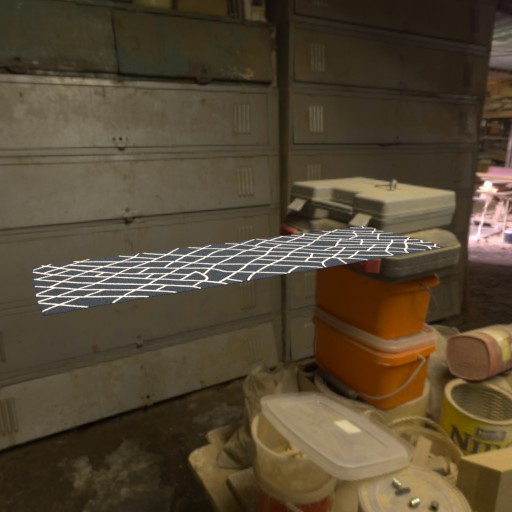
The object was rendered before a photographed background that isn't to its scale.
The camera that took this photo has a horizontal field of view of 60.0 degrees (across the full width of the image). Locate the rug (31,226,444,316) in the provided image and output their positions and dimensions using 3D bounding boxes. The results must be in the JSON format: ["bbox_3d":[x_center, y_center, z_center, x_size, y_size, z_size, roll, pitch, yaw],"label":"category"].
[{"bbox_3d":[0.000,0.000,2.734,2.476,0.010,0.807,-8,17,-28],"label":"rug"}]
